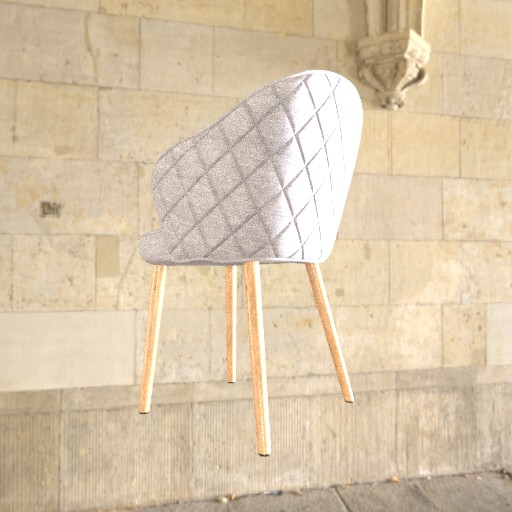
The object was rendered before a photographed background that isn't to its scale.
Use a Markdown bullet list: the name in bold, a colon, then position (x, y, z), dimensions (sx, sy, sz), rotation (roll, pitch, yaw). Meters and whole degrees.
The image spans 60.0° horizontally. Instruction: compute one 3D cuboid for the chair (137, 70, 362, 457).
- **chair**: position (0.000, 0.000, 1.156), dimensions (0.530, 0.800, 0.540), rotation (-1, -2, 35)
